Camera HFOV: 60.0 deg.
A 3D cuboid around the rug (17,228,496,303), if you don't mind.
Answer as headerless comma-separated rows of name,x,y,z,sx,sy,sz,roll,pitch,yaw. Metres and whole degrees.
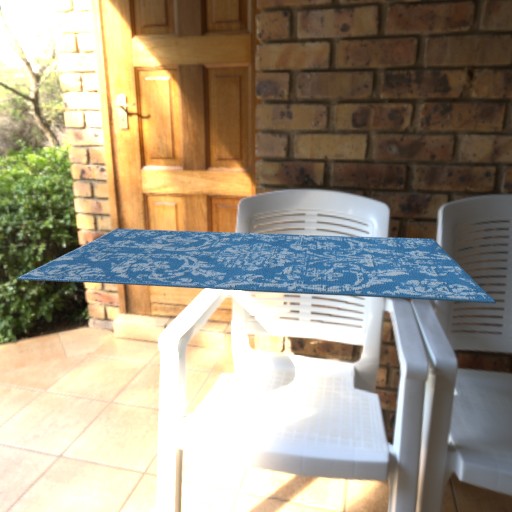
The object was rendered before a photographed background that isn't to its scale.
rug,0.000,0.000,1.403,1.219,0.007,0.604,2,17,8
